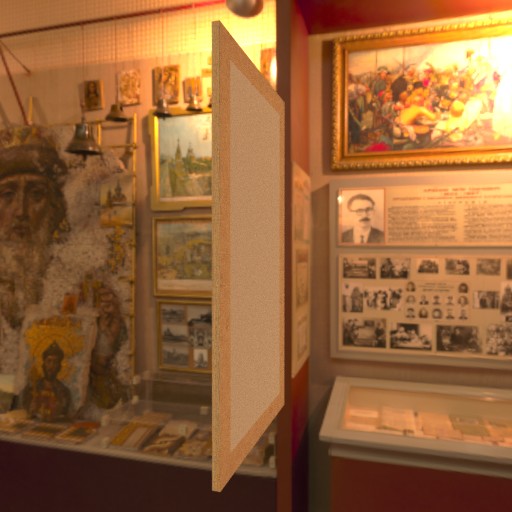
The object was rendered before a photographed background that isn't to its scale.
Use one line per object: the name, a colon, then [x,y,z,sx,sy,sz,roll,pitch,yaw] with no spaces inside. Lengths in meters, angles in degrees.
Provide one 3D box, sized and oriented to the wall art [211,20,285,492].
wall art: [0.000,0.000,0.824,0.013,0.683,0.381,0,1,18]
